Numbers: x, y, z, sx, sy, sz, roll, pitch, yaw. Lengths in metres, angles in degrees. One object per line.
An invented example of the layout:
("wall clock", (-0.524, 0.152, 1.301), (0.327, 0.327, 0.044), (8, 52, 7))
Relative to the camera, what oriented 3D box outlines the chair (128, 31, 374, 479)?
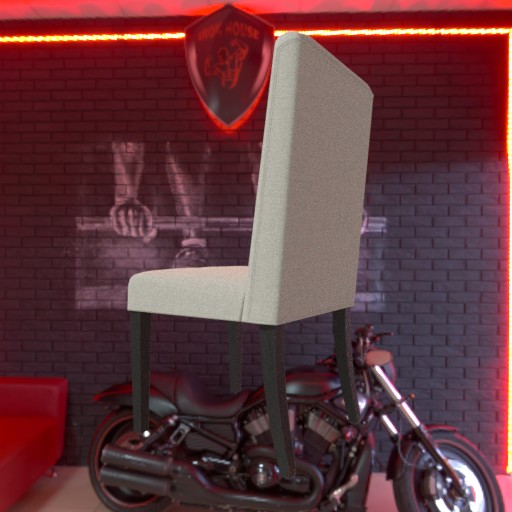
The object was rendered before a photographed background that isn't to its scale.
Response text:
("chair", (0.000, 0.000, 1.238), (0.523, 0.961, 0.474), (0, 1, 35))
